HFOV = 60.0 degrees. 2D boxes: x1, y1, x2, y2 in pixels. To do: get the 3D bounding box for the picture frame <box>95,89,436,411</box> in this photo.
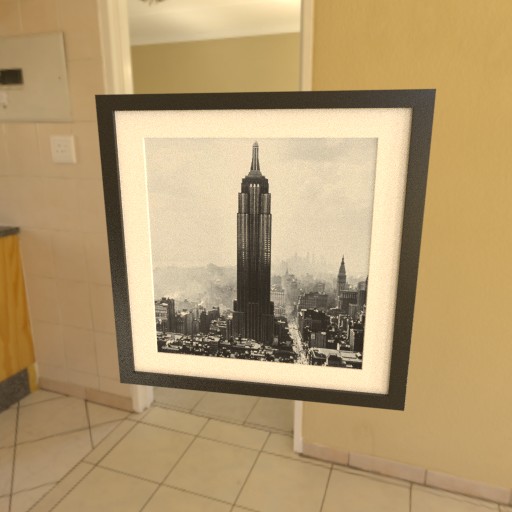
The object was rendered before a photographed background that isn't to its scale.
[{"bbox_3d":[0.000,0.000,0.803,0.559,0.557,0.029,3,15,10],"label":"picture frame"}]
